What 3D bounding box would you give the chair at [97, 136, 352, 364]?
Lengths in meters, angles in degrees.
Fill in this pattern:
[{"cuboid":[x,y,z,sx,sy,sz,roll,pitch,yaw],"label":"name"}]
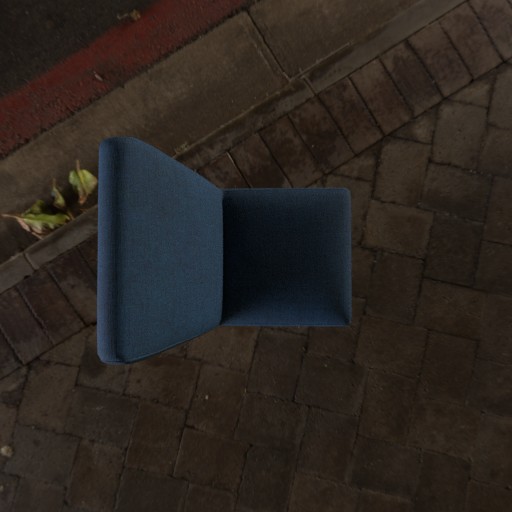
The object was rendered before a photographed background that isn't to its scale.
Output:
[{"cuboid":[0.000,0.000,1.346,0.610,1.029,0.450,0,88,0],"label":"chair"}]
